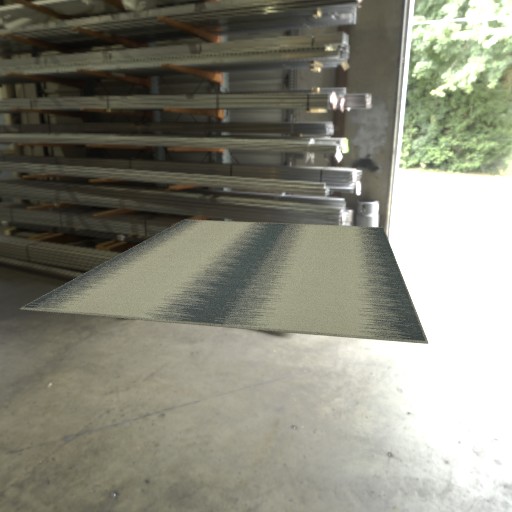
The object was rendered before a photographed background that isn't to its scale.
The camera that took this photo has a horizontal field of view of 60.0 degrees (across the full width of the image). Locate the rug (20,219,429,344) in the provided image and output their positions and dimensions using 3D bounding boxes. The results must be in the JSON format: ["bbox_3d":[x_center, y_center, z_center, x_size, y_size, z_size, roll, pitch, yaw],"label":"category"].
[{"bbox_3d":[0.000,0.000,3.987,2.453,0.004,3.037,3,16,11],"label":"rug"}]
